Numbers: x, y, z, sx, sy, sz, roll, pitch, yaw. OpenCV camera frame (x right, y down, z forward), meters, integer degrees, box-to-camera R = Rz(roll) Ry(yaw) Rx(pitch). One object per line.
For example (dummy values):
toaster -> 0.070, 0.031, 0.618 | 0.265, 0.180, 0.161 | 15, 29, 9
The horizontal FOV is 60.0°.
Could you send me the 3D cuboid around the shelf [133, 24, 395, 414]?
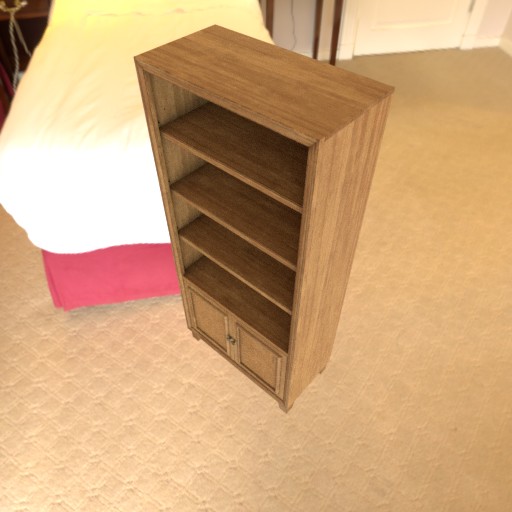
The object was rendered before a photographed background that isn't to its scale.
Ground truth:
shelf -> 0.000, 0.000, 2.291 | 0.864, 1.930, 0.453 | 33, 55, 27
